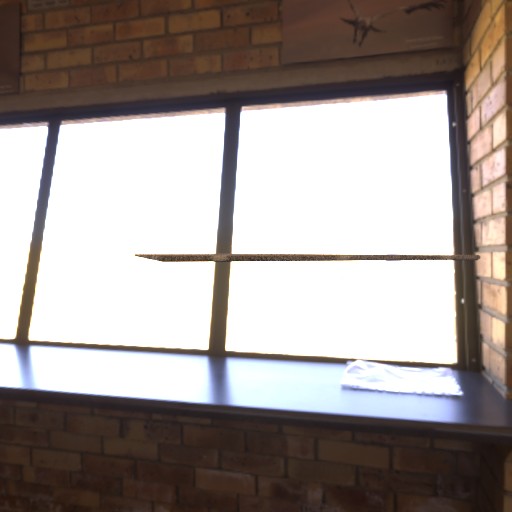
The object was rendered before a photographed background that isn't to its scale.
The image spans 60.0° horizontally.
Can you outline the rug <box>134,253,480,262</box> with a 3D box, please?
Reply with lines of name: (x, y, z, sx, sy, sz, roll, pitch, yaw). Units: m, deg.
rug: (0.000, 0.000, 2.988, 1.501, 0.025, 2.348, 0, 1, -18)
